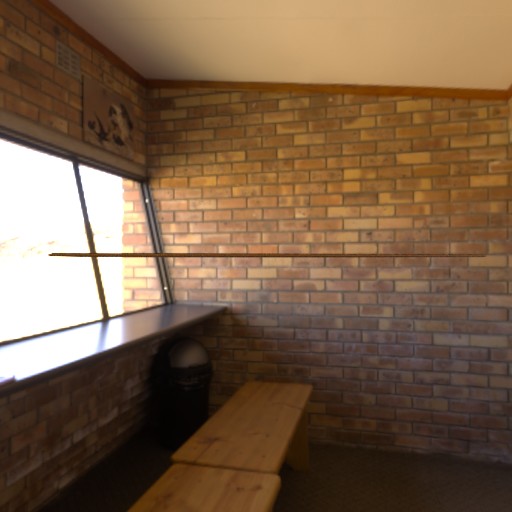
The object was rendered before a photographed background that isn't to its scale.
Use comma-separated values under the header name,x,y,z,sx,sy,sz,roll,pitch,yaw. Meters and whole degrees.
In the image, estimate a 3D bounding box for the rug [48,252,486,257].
name,x,y,z,sx,sy,sz,roll,pitch,yaw
rug,0.000,0.000,2.222,1.758,0.013,1.148,0,0,-18
